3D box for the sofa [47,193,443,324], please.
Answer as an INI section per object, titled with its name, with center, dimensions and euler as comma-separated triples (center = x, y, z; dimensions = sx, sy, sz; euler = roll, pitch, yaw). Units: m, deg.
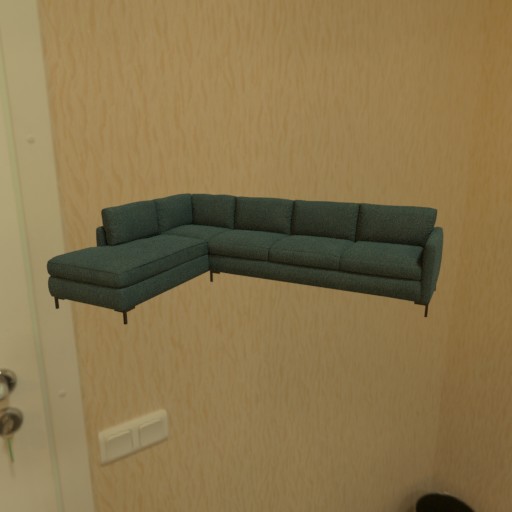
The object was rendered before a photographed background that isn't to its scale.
[sofa]
center = 0.000, 0.000, 3.909
dimensions = 2.949, 0.815, 2.007
euler = 7, 16, 25
